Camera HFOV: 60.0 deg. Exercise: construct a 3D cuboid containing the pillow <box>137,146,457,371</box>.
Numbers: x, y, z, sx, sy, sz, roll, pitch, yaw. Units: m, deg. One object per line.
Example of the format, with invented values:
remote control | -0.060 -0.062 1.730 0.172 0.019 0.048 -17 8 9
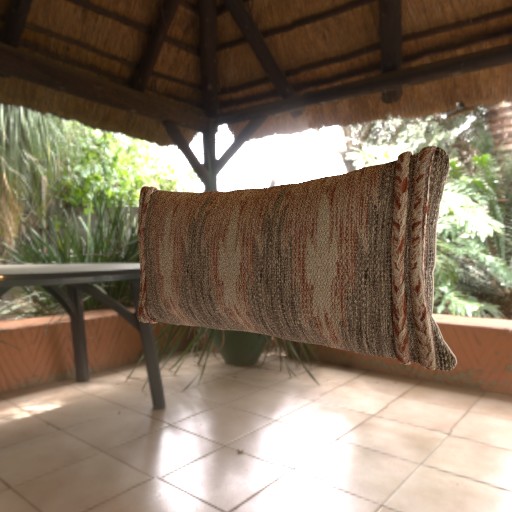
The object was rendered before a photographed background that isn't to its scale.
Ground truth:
pillow | 0.000 0.000 0.742 0.635 0.282 0.139 1 1 38
